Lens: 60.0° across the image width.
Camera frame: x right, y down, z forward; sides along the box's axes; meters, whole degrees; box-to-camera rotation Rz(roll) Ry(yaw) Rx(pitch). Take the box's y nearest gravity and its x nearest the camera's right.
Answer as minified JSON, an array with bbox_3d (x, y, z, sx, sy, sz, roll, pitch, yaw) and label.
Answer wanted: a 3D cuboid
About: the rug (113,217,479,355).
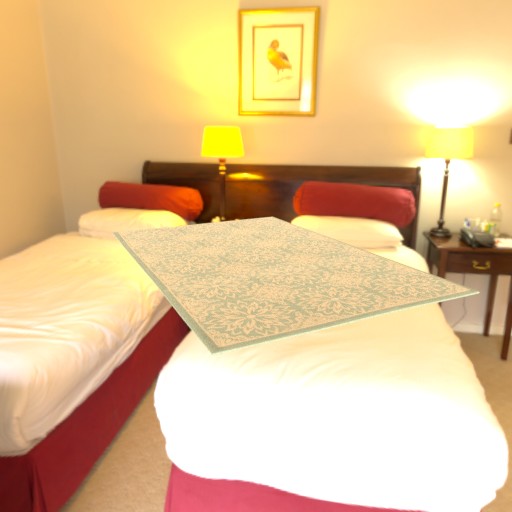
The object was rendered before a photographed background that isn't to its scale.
[{"bbox_3d":[0.000,0.000,3.613,1.819,0.018,2.746,-8,18,-25],"label":"rug"}]
